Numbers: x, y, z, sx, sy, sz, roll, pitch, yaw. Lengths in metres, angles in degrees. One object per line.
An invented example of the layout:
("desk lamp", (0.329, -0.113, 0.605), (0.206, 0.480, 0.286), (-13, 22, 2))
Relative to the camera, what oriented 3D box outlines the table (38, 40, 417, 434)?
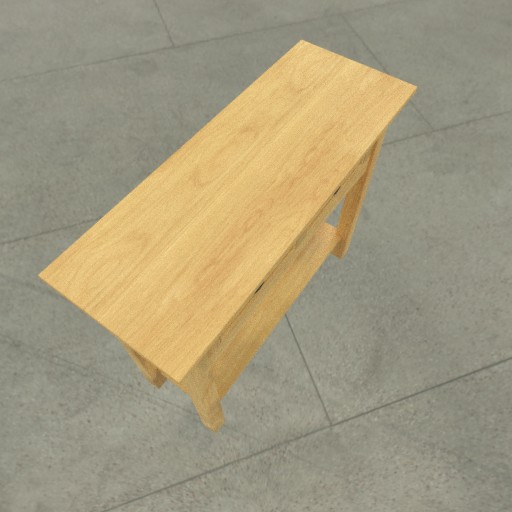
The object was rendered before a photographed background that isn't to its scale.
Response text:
("table", (0.000, 0.000, 1.261), (0.340, 0.728, 0.900), (31, 63, 18))
